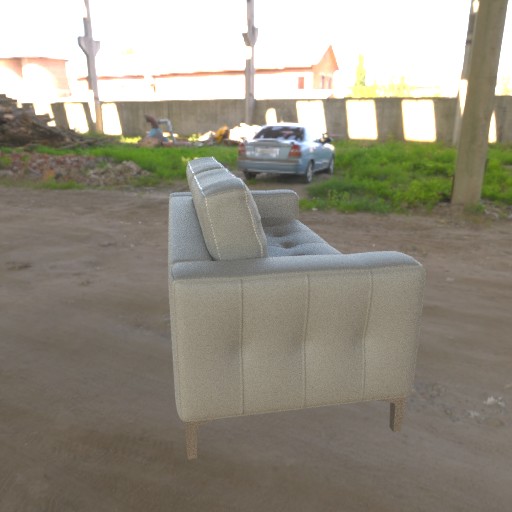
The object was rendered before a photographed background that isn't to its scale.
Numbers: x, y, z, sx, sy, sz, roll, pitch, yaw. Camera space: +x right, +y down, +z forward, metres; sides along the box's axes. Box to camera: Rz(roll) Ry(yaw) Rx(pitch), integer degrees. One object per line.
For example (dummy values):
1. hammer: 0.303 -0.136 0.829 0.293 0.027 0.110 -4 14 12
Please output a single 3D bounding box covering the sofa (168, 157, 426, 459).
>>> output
1. sofa: 0.000 0.000 2.195 0.833 0.892 1.726 -3 17 -10
